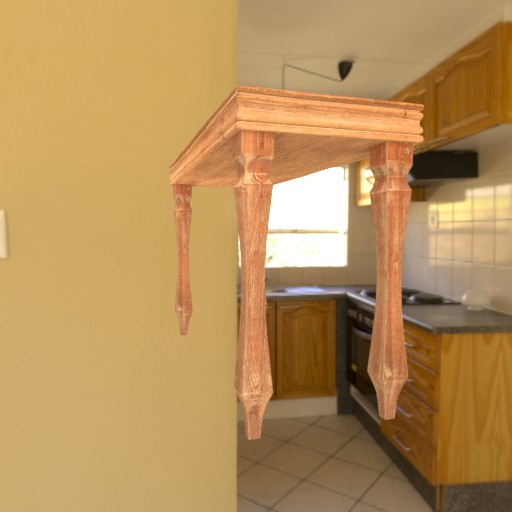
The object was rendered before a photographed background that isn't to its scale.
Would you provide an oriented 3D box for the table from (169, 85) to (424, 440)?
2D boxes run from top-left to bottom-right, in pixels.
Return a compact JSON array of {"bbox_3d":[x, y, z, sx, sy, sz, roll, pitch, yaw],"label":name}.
[{"bbox_3d":[0.000,0.000,1.763,0.522,0.873,1.330,-1,3,-18],"label":"table"}]
